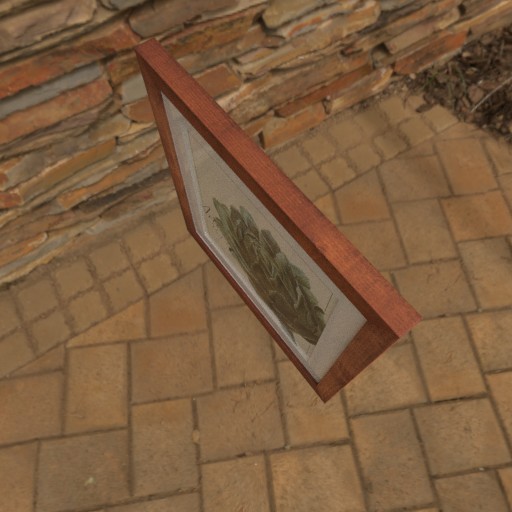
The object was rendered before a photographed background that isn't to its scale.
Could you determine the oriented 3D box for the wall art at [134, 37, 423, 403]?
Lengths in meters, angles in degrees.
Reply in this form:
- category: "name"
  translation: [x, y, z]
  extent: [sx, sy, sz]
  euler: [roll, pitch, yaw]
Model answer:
- category: "wall art"
  translation: [0.000, 0.000, 0.830]
  extent: [0.037, 0.572, 0.554]
  euler: [-34, 69, -15]
